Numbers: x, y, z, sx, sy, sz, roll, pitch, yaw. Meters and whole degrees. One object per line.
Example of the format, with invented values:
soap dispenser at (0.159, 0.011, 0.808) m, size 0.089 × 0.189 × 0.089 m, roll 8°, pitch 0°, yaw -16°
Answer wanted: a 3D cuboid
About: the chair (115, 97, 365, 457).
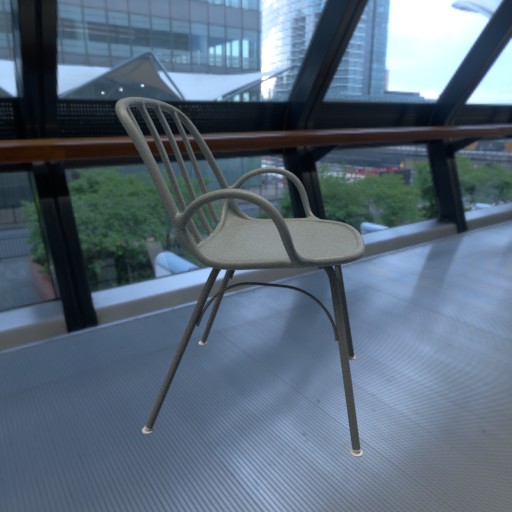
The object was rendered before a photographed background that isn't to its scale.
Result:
chair at (0.000, 0.000, 1.205) m, size 0.597 × 0.816 × 0.549 m, roll 3°, pitch 16°, yaw 10°
